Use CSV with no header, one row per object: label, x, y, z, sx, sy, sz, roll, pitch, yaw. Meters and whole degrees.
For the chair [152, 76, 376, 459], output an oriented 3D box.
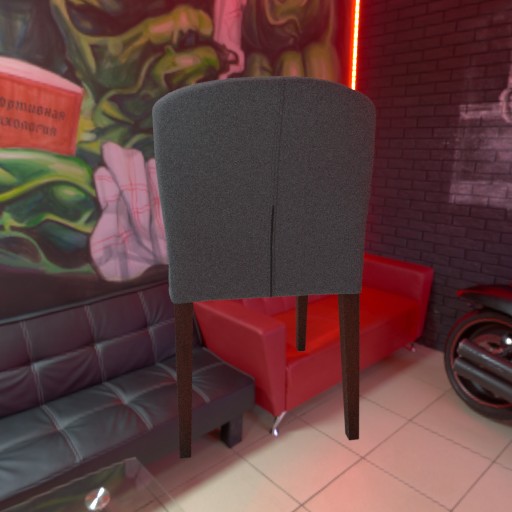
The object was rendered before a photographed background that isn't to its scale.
chair,0.000,0.000,1.202,0.491,0.839,0.592,-2,15,-9
